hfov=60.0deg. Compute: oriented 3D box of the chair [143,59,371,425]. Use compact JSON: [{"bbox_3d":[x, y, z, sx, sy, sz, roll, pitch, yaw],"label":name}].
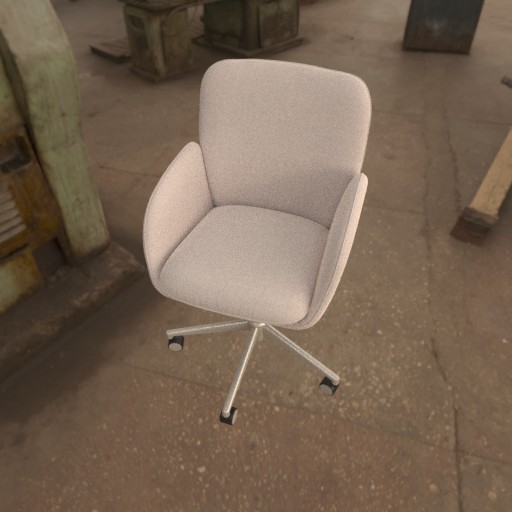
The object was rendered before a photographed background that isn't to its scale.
[{"bbox_3d":[0.000,0.000,1.353,0.648,0.959,0.633,12,43,14],"label":"chair"}]
